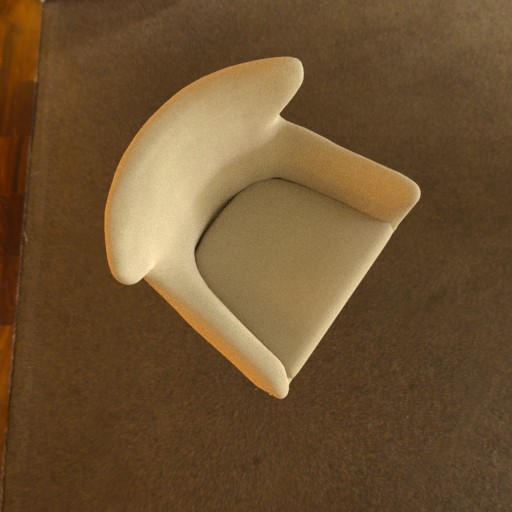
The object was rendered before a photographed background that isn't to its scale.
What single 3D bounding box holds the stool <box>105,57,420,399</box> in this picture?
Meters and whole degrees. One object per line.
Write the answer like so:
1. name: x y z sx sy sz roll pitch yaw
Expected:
1. stool: 0.000 0.000 1.312 0.570 0.951 0.601 35 76 10
